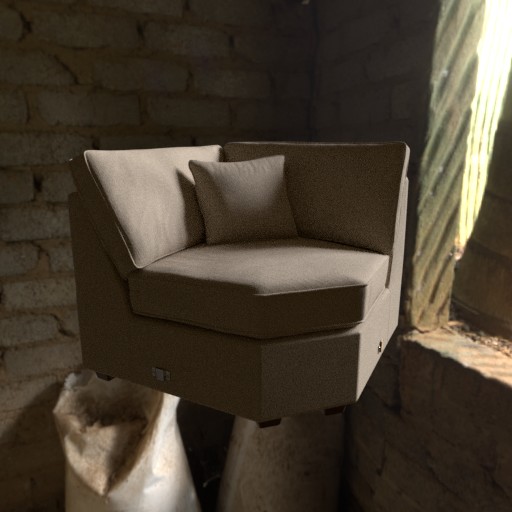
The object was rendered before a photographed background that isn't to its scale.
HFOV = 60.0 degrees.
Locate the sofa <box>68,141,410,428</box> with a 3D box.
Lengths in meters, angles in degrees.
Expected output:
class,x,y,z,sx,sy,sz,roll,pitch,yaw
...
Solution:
class,x,y,z,sx,sy,sz,roll,pitch,yaw
sofa,0.000,0.000,1.842,1.042,0.937,1.050,7,15,27
